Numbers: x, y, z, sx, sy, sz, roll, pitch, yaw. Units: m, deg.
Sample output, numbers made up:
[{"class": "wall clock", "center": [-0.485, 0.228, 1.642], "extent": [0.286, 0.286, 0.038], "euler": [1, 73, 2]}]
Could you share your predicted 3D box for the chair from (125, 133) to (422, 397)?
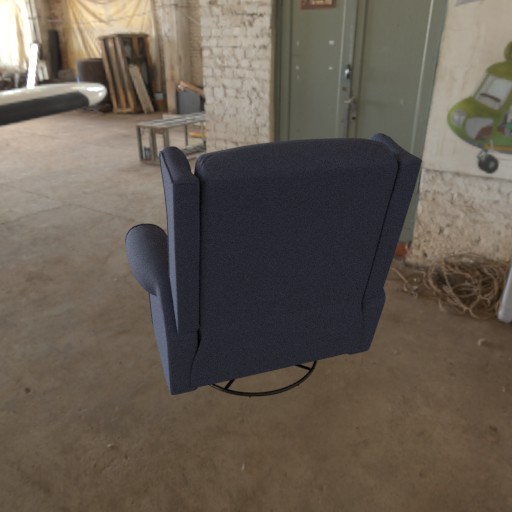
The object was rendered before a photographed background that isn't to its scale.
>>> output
[{"class": "chair", "center": [0.000, 0.000, 1.767], "extent": [0.971, 1.020, 0.877], "euler": [-8, 26, -17]}]
